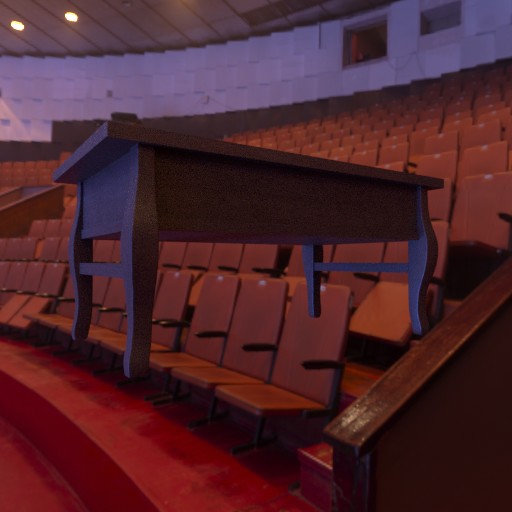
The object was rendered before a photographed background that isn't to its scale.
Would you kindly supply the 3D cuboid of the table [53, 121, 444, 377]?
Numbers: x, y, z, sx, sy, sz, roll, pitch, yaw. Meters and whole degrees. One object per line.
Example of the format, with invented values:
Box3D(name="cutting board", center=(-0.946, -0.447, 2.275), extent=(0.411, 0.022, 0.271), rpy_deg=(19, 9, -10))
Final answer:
Box3D(name="table", center=(0.000, 0.000, 1.366), extent=(1.062, 0.494, 0.600), rpy_deg=(0, -1, -34))
